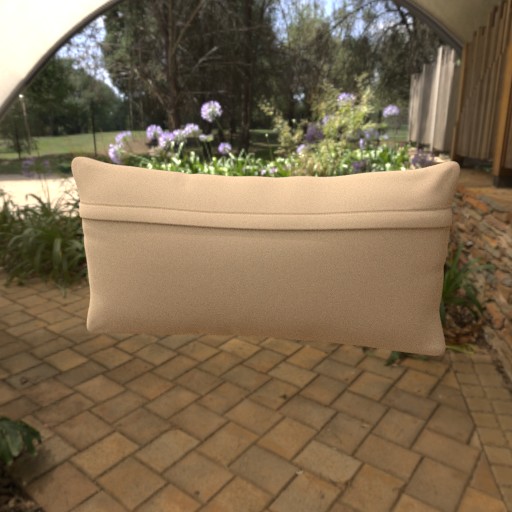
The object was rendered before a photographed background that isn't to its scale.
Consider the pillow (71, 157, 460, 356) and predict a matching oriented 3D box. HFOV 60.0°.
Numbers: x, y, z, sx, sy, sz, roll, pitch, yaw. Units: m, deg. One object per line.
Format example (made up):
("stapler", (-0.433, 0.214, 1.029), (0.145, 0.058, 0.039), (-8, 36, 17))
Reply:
("pillow", (0.000, 0.000, 0.709), (0.604, 0.307, 0.148), (2, 15, 8))
